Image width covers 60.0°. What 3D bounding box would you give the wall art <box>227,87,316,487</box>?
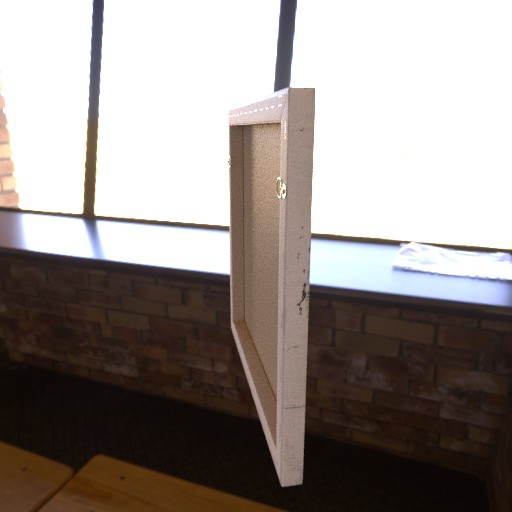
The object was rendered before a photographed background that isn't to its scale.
[{"bbox_3d":[0.000,0.000,0.924,0.040,0.611,0.610,-3,16,-10],"label":"wall art"}]
